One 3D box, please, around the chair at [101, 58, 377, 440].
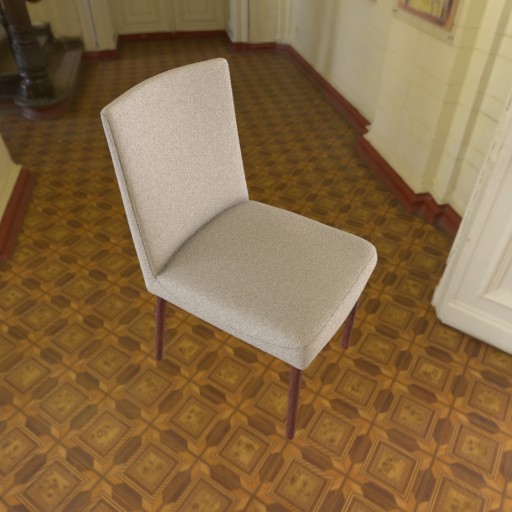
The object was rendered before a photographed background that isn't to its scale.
[{"bbox_3d":[0.000,0.000,1.198,0.570,0.859,0.456,23,45,24],"label":"chair"}]
